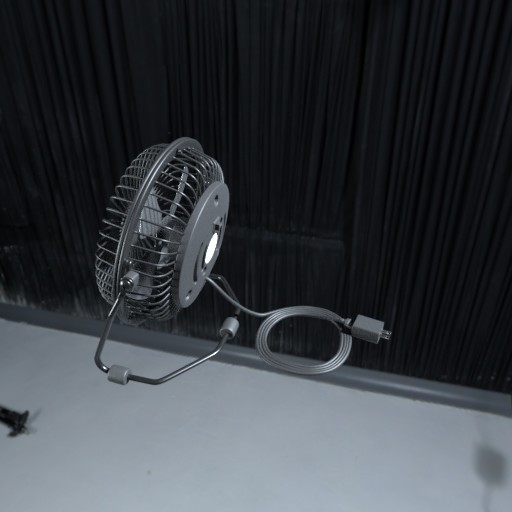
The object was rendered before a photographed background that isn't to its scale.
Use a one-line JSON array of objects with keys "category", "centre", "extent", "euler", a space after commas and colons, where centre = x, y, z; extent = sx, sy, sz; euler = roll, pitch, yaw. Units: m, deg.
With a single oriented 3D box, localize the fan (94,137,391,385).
[{"category": "fan", "centre": [0.000, 0.000, 0.307], "extent": [0.202, 0.152, 0.153], "euler": [8, 32, 13]}]
